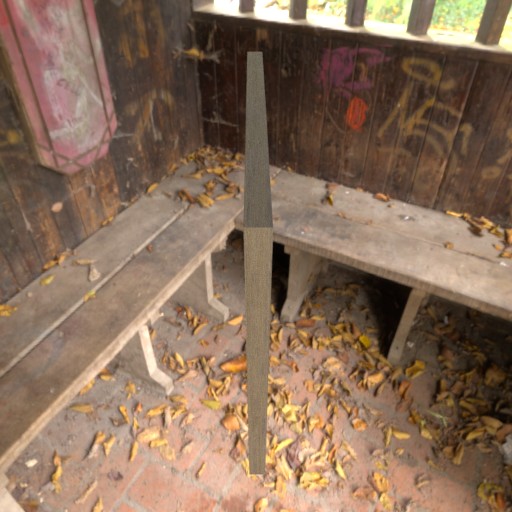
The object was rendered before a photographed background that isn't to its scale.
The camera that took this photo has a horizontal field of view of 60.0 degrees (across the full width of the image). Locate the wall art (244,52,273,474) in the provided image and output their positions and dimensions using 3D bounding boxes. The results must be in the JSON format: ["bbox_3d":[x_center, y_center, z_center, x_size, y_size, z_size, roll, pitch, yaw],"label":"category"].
[{"bbox_3d":[0.000,0.000,1.122,0.039,0.758,0.758,0,41,0],"label":"wall art"}]
